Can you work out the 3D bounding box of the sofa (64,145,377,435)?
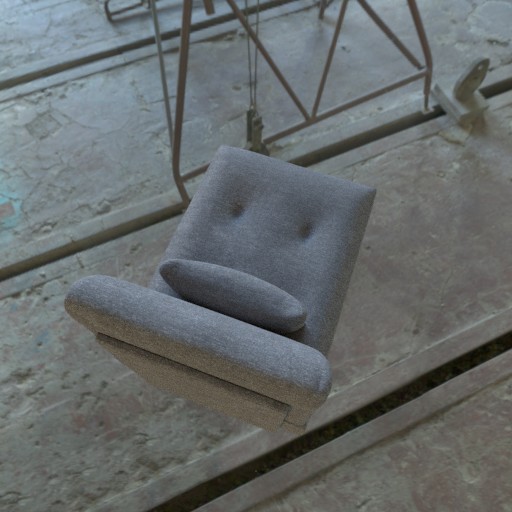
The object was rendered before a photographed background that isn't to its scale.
[{"bbox_3d":[0.000,0.000,1.561,0.700,0.820,1.000,18,66,9],"label":"sofa"}]
